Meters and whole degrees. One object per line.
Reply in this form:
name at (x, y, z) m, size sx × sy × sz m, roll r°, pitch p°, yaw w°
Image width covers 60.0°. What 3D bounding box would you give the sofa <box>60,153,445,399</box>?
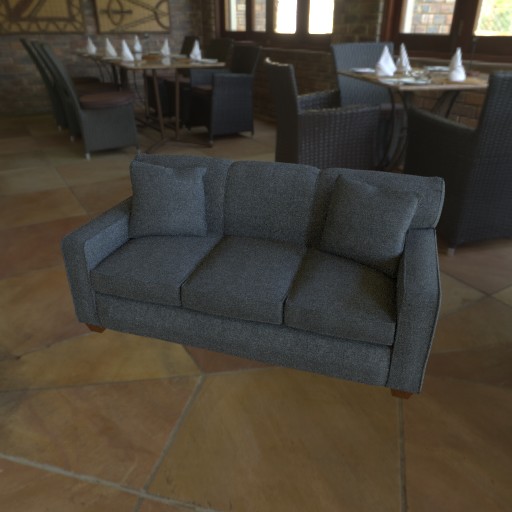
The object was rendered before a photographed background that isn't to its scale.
sofa at (0.000, 0.000, 2.656) m, size 2.024 × 0.958 × 0.997 m, roll 8°, pitch 29°, yaw 16°
